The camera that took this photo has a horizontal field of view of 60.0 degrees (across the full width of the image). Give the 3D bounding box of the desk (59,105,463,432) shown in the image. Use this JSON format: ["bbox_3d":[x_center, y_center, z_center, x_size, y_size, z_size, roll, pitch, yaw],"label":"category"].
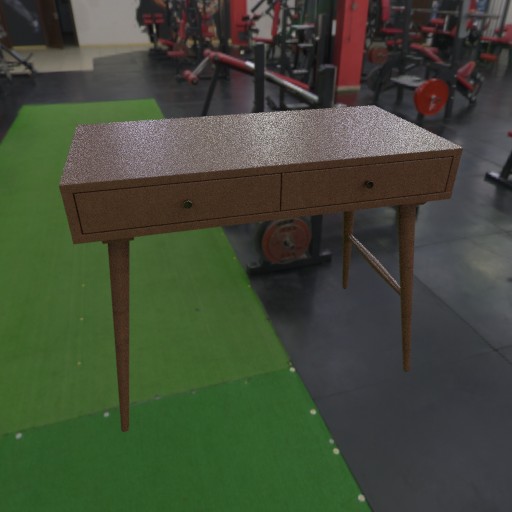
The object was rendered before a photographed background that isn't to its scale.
[{"bbox_3d":[0.000,0.000,1.391,0.949,0.758,0.510,-8,32,-13],"label":"desk"}]
